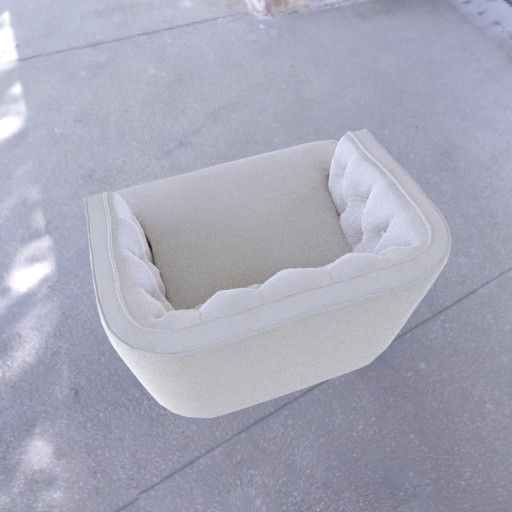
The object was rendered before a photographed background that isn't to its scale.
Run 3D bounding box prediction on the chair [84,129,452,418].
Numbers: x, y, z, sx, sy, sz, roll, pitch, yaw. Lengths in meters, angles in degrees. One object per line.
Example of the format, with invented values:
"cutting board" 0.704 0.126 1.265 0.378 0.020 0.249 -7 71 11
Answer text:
"chair" 0.000 0.000 1.710 1.104 0.852 0.941 -16 60 -10
